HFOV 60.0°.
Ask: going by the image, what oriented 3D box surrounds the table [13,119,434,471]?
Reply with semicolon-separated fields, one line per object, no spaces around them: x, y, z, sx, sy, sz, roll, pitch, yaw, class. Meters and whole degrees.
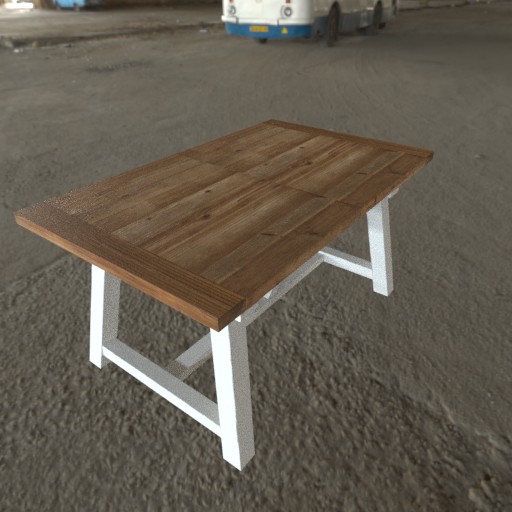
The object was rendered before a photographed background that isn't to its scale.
0.000;0.000;1.968;0.922;0.743;1.503;22;38;31;table
